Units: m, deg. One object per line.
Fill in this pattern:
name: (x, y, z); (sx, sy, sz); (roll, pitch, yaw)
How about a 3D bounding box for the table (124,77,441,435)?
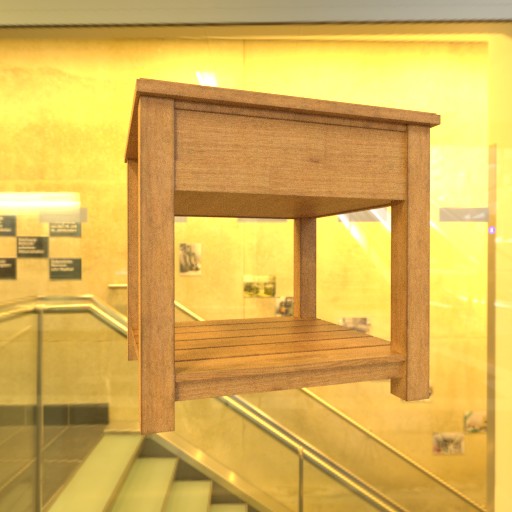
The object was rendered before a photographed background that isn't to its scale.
table: (0.000, 0.000, 1.110); (0.612, 0.593, 0.616); (0, 1, -18)
